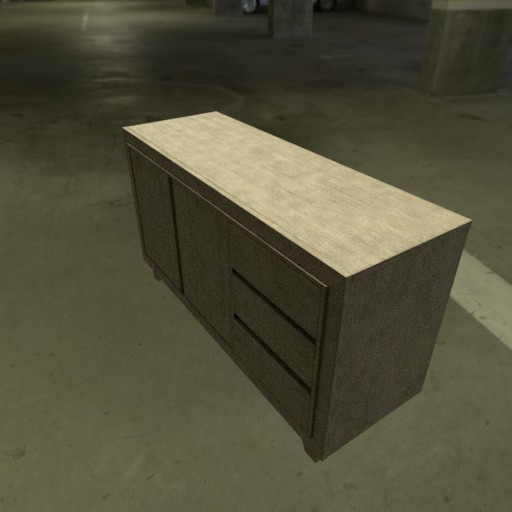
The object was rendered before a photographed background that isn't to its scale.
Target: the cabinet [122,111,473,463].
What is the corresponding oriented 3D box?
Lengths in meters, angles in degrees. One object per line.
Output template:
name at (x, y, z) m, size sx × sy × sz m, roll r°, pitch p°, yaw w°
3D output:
cabinet at (0.000, 0.000, 1.884) m, size 0.511 × 0.825 × 1.460 m, roll -20°, pitch 38°, yaw -29°
